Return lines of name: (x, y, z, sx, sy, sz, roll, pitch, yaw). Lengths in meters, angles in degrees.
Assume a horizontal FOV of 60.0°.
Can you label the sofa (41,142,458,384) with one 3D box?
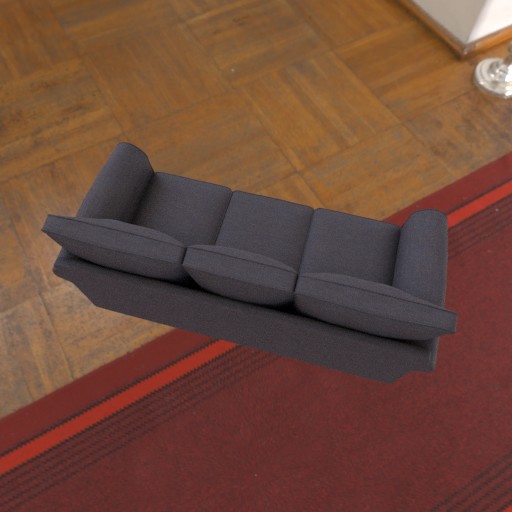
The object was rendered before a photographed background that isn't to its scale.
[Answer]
sofa: (0.000, 0.000, 2.617, 2.084, 0.966, 0.909, 13, 64, 7)
